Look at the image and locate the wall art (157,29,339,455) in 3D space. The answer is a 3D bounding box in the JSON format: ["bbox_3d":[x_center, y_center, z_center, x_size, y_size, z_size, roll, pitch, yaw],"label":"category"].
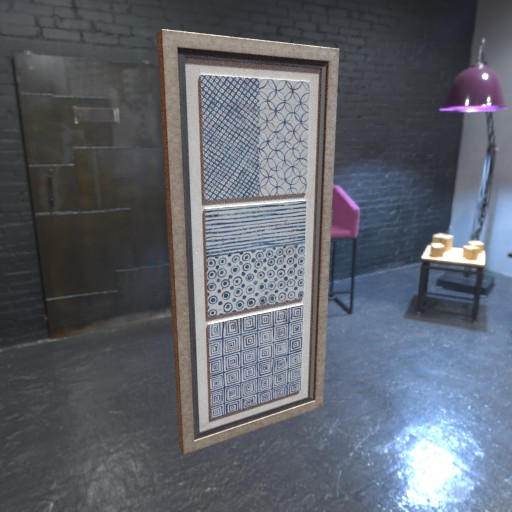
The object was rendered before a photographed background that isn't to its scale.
[{"bbox_3d":[0.000,0.000,1.648,0.648,1.461,0.051,-8,17,-27],"label":"wall art"}]
